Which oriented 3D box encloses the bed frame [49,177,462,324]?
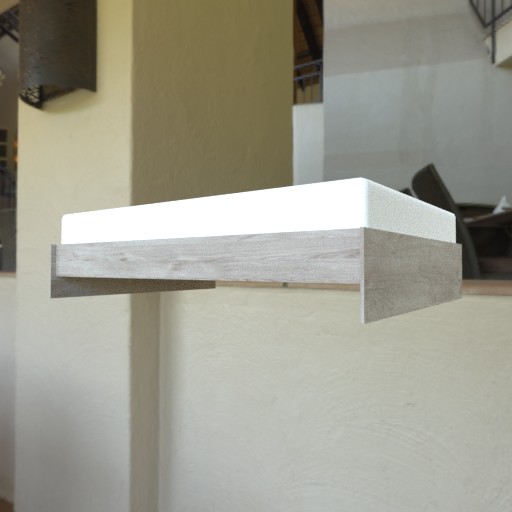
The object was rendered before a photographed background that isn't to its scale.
[{"bbox_3d":[0.000,0.000,2.607,1.945,0.497,1.445,-1,-2,36],"label":"bed frame"}]
